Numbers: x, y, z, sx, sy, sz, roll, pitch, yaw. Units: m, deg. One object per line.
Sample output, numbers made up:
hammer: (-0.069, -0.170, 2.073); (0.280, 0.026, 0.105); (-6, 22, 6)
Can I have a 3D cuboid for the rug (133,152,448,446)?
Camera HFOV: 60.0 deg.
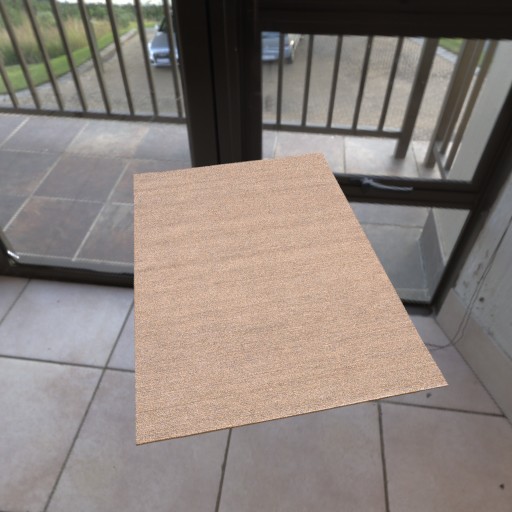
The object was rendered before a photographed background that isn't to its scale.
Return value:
rug: (0.000, 0.000, 2.995); (1.624, 0.030, 2.264); (-8, 46, -8)
